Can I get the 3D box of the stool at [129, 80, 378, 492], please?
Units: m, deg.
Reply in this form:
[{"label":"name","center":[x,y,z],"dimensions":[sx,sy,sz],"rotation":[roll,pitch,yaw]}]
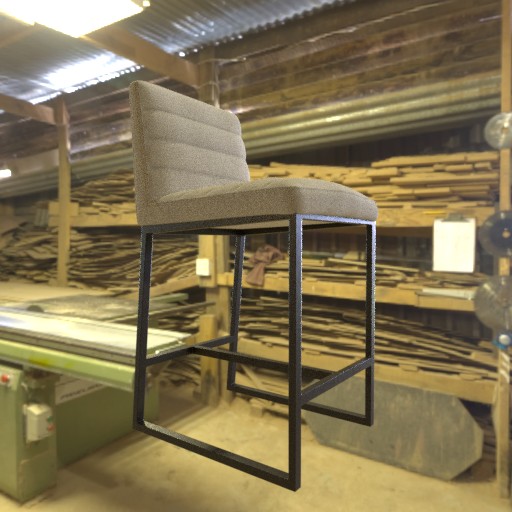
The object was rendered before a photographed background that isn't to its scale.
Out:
[{"label":"stool","center":[0.000,0.000,1.244],"dimensions":[0.567,0.971,0.459],"rotation":[1,2,36]}]
